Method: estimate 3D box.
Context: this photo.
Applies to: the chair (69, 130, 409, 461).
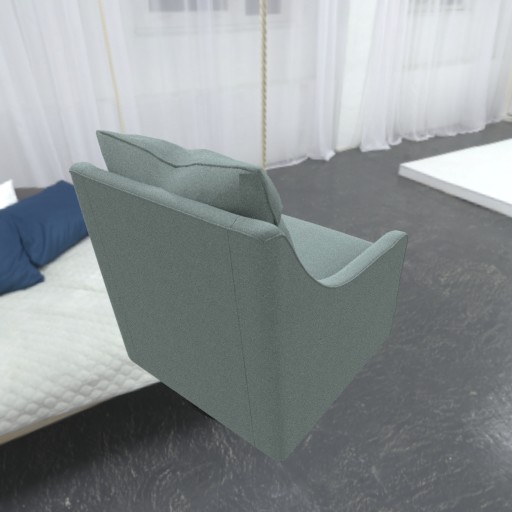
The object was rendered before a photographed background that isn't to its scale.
[{"bbox_3d":[0.000,0.000,1.549,0.760,0.926,0.870,21,36,33],"label":"chair"}]
